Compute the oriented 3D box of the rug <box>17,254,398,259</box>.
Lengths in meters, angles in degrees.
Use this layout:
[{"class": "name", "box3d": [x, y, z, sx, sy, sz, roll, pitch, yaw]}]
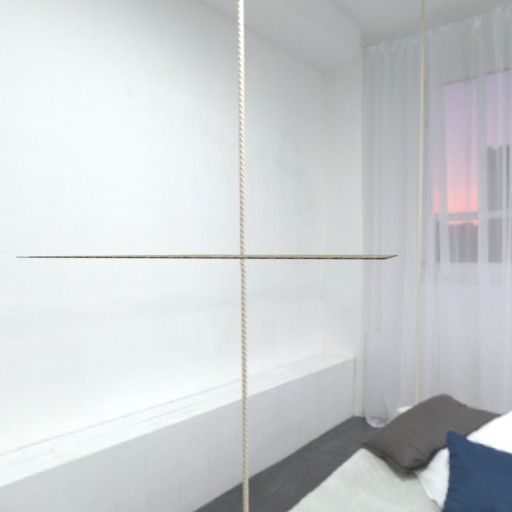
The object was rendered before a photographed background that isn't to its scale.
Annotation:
[{"class": "rug", "box3d": [0.000, 0.000, 4.087, 2.437, 0.010, 3.056, 0, 0, 19]}]
